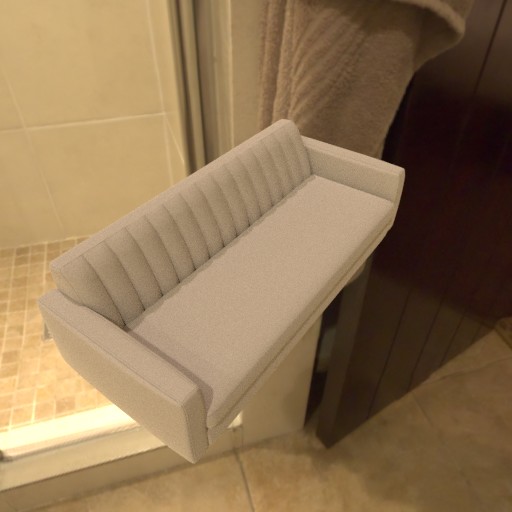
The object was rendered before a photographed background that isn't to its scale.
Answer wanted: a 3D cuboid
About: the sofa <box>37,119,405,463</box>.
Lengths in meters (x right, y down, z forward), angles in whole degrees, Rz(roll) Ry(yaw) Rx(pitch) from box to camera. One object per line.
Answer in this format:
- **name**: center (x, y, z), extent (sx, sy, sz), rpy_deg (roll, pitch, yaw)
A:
- **sofa**: center (0.000, 0.000, 2.720), extent (0.990, 0.821, 2.291), rpy_deg (26, 47, 26)
